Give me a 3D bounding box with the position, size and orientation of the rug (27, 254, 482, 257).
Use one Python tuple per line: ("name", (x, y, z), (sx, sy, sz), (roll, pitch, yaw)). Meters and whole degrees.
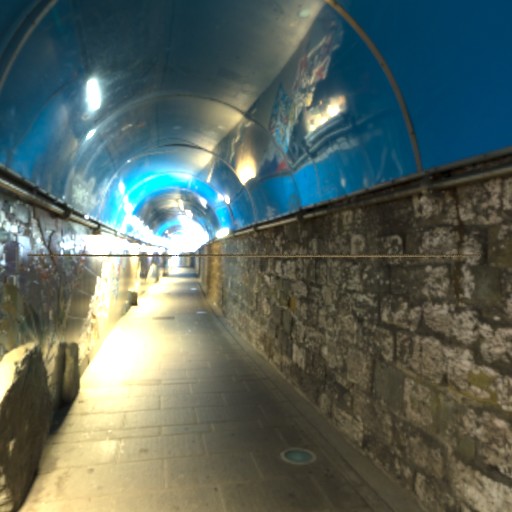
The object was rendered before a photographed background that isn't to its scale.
("rug", (0.000, 0.000, 2.969), (2.284, 0.008, 1.522), (0, 0, 0))
